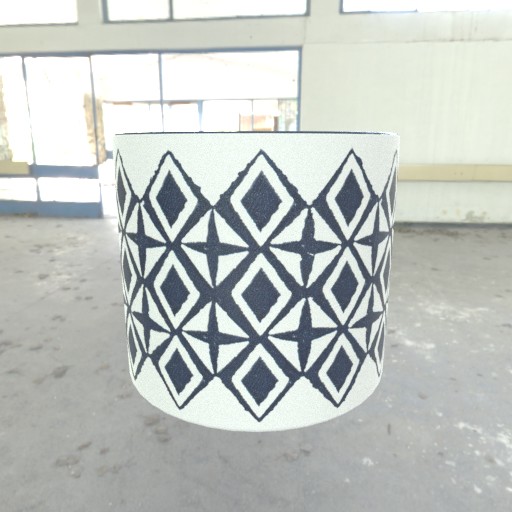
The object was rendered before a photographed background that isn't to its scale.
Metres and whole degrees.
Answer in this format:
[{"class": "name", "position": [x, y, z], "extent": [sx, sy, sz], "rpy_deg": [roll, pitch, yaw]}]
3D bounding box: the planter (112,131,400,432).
[{"class": "planter", "position": [0.000, 0.000, 0.384], "extent": [0.224, 0.203, 0.224], "rpy_deg": [0, 14, 0]}]
